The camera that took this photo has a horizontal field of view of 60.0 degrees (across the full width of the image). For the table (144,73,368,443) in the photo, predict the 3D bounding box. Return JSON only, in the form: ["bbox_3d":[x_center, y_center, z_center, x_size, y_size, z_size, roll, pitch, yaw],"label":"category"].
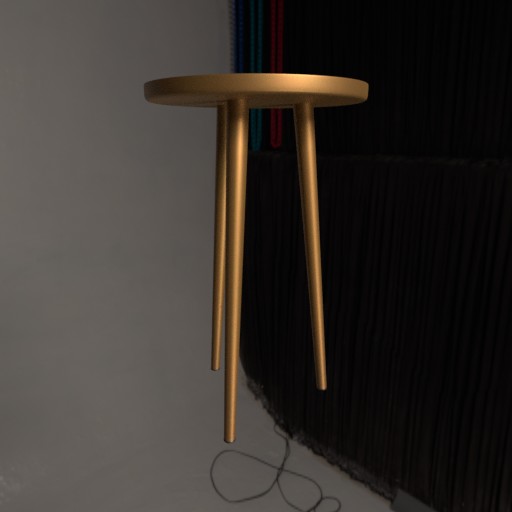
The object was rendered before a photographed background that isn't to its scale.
[{"bbox_3d":[0.000,0.000,0.671,0.299,0.480,0.299,-15,21,-42],"label":"table"}]
